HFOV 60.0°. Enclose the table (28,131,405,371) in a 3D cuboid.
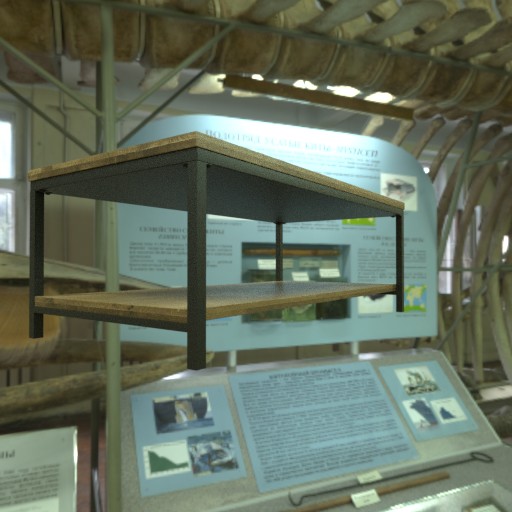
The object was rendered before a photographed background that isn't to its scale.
[{"bbox_3d":[0.000,0.000,1.340,0.551,0.399,1.100,-1,-1,36],"label":"table"}]
